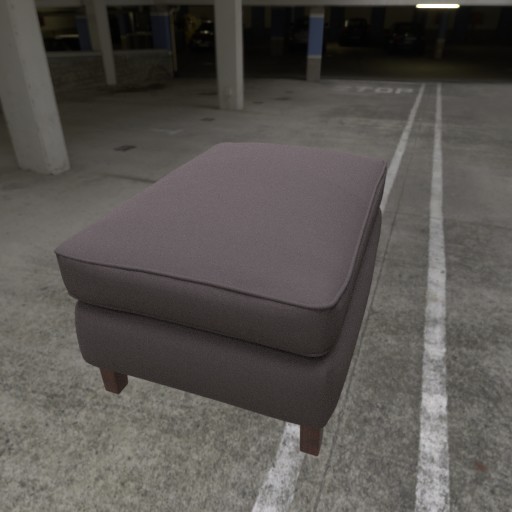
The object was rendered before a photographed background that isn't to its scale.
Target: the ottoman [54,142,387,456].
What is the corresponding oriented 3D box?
[{"bbox_3d":[0.000,0.000,0.986,0.508,0.406,0.686,10,32,17],"label":"ottoman"}]
